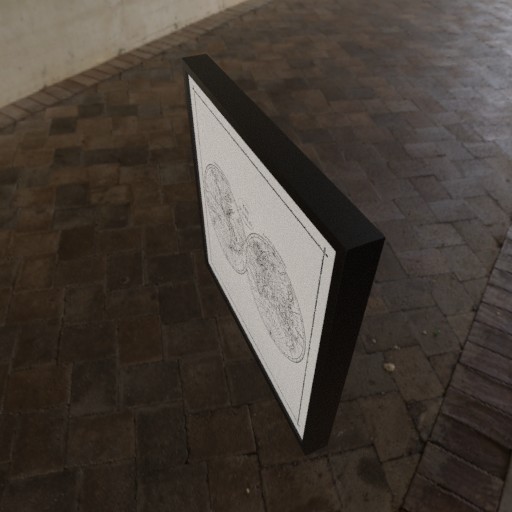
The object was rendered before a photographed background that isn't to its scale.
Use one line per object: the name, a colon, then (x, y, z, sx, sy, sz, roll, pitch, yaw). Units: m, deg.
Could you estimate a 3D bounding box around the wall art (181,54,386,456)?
wall art: (0.000, 0.000, 0.489, 0.029, 0.318, 0.327, -18, 48, -17)
